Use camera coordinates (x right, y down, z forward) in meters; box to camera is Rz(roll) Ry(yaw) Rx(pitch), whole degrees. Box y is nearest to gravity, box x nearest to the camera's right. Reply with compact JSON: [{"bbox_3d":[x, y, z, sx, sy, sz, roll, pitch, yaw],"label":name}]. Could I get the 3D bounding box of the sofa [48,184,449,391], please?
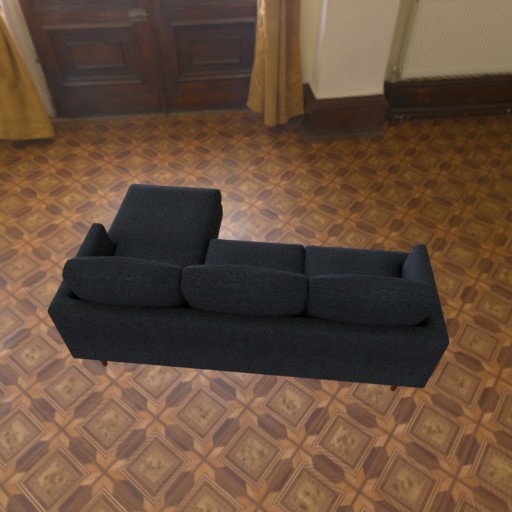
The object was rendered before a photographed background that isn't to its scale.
[{"bbox_3d":[0.000,0.000,3.084,2.233,0.956,1.504,4,46,4],"label":"sofa"}]
